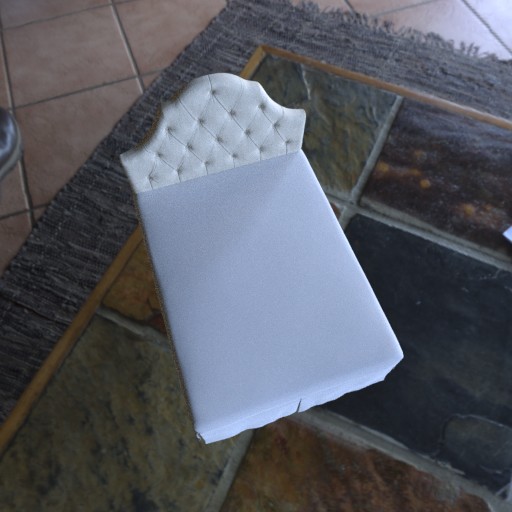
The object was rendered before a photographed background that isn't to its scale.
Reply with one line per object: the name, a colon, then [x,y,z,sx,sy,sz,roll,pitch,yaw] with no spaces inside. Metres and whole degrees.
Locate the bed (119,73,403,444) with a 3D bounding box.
bed: [0.000,0.000,3.263,1.627,1.575,2.092,-17,64,-9]
